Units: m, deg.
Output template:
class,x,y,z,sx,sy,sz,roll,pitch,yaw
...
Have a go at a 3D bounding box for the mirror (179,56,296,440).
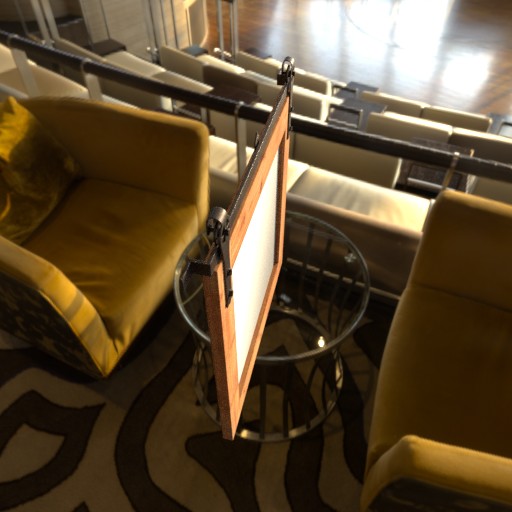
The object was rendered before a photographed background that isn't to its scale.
class,x,y,z,sx,sy,sz,roll,pitch,yaw
mirror,0.000,0.000,1.203,0.054,0.800,0.805,10,47,9
